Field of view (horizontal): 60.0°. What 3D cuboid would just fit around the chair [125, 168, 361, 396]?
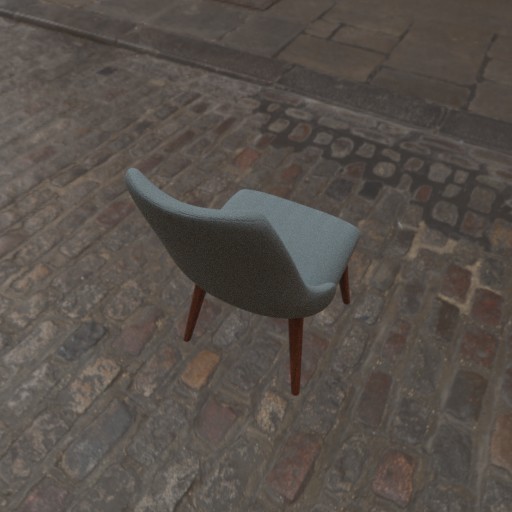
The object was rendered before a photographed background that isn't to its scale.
[{"bbox_3d":[0.000,0.000,1.387,0.535,0.918,0.707,22,50,20],"label":"chair"}]
